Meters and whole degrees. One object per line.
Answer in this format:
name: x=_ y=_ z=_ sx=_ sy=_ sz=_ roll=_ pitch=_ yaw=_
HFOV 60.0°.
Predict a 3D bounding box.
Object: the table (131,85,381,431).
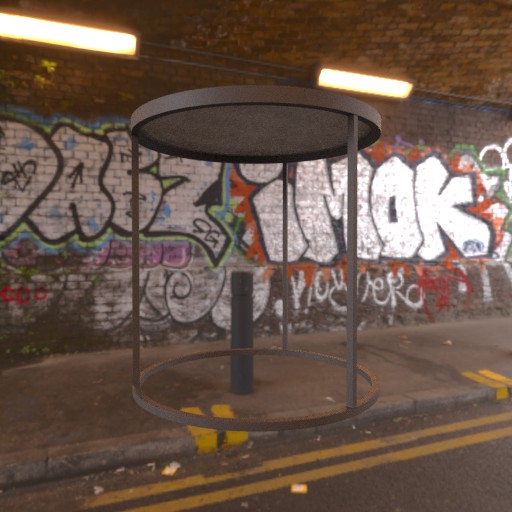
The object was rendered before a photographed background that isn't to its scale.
table: x=0.000 y=0.000 z=0.870 sx=0.470 sy=0.498 sz=0.470 roll=0 pitch=1 yaw=0
